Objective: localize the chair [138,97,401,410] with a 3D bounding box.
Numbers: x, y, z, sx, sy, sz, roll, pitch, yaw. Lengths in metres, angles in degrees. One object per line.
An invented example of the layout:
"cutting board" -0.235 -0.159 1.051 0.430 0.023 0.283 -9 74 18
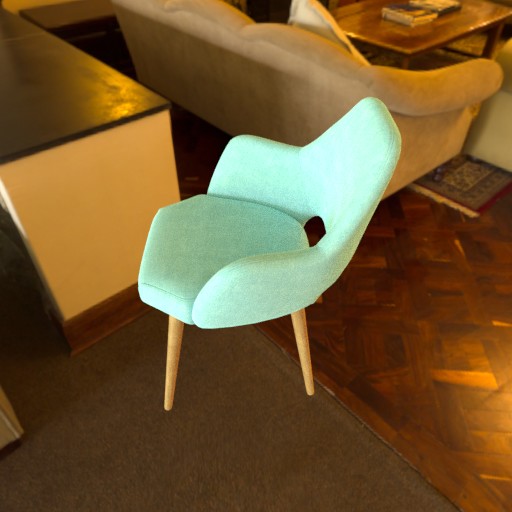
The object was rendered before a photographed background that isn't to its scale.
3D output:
"chair" 0.000 0.000 1.250 0.610 0.840 0.590 0 42 0
